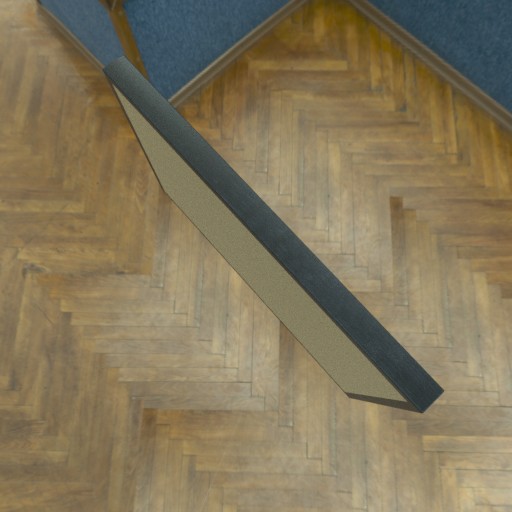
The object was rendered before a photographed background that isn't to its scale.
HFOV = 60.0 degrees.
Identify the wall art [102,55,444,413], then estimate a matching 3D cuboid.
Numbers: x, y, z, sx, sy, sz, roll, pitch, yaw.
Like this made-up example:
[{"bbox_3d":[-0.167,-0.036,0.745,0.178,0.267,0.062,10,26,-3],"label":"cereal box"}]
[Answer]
[{"bbox_3d":[0.000,0.000,0.759,0.038,0.409,0.610,-40,78,-10],"label":"wall art"}]
